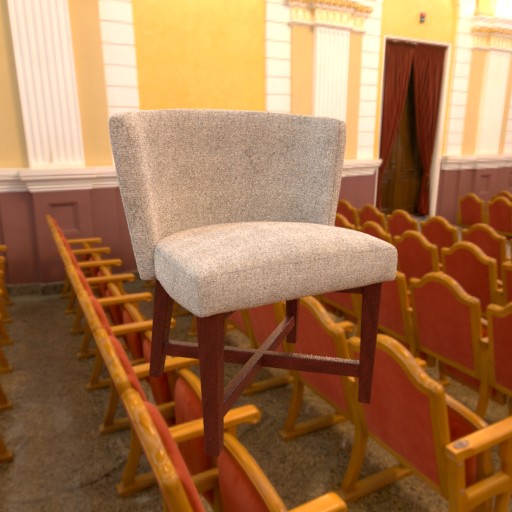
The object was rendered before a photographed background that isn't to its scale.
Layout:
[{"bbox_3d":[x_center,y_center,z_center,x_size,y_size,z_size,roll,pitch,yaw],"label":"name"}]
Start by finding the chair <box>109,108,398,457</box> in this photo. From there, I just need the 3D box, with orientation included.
[{"bbox_3d":[0.000,0.000,1.272,0.728,0.827,0.575,-8,17,-27],"label":"chair"}]
